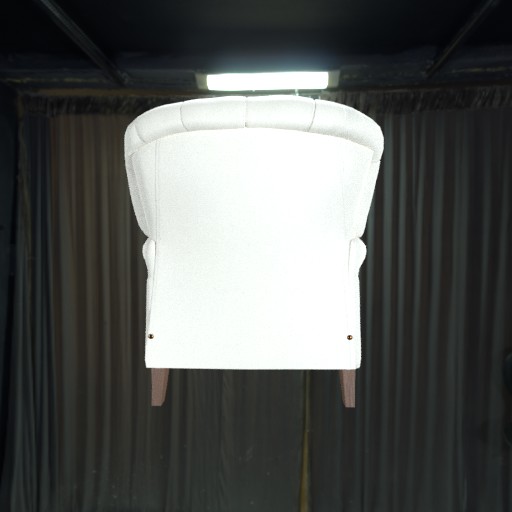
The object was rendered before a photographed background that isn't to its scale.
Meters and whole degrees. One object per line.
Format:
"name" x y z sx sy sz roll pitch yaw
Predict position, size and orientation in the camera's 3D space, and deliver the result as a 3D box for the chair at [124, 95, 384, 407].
"chair" 0.000 0.000 2.064 1.035 1.169 1.132 0 0 1
